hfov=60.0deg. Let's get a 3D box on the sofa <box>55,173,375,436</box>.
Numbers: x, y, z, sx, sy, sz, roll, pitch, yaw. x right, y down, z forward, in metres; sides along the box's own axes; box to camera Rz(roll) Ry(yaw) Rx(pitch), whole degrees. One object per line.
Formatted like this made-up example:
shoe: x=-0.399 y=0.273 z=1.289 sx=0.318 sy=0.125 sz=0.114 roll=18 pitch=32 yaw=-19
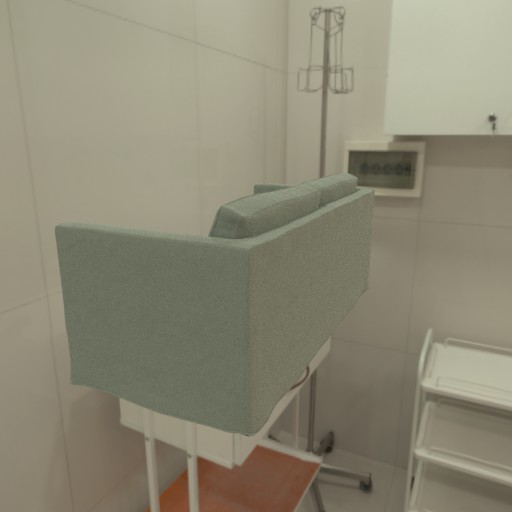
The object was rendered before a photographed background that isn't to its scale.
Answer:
sofa: x=0.000 y=0.000 z=2.552 sx=0.940 sy=0.870 sz=1.987 roll=7 pitch=17 yaw=25
